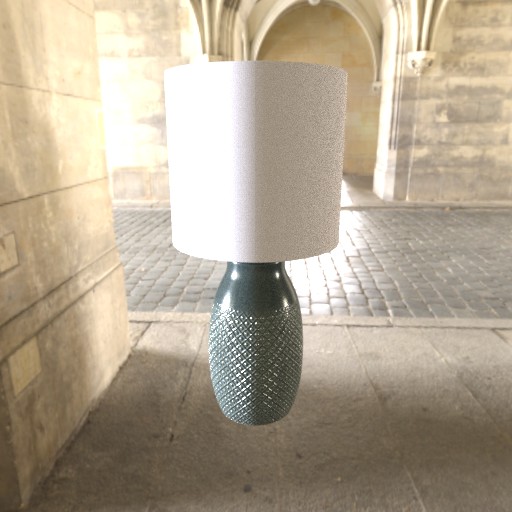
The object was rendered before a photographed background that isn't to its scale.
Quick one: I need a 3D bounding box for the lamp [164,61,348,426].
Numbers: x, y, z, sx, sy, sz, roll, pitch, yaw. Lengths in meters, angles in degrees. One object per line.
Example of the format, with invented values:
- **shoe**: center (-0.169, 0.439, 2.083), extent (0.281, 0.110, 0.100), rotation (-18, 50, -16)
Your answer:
- **lamp**: center (0.000, 0.000, 0.594), extent (0.217, 0.453, 0.217), rotation (-15, 21, -42)
